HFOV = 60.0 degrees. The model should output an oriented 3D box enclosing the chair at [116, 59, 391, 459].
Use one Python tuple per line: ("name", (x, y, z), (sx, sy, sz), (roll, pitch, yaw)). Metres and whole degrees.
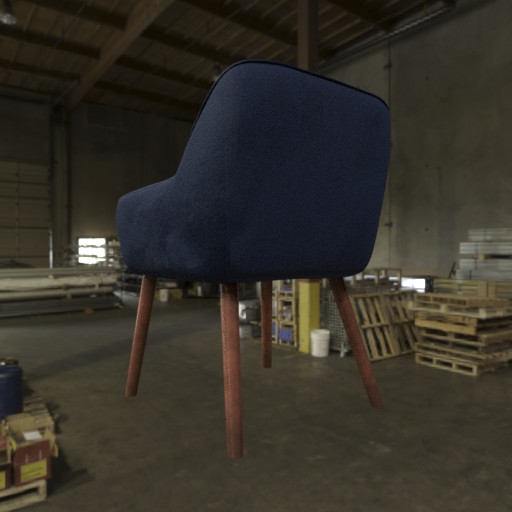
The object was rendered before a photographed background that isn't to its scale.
("chair", (0.000, 0.000, 1.247), (0.600, 0.820, 0.600), (0, 1, -38))
